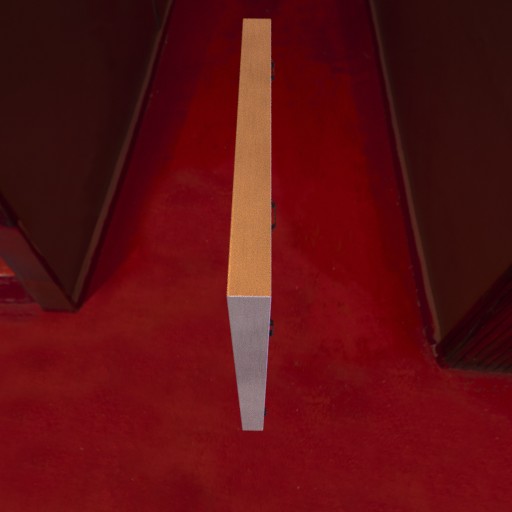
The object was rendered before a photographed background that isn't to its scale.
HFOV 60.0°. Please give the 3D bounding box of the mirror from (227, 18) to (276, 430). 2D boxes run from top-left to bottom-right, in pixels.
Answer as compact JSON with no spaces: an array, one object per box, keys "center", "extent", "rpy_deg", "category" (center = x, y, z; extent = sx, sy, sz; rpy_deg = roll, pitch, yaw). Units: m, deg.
[{"center":[0.000,0.000,0.679],"extent":[0.041,0.509,0.406],"rpy_deg":[1,57,1],"category":"mirror"}]
